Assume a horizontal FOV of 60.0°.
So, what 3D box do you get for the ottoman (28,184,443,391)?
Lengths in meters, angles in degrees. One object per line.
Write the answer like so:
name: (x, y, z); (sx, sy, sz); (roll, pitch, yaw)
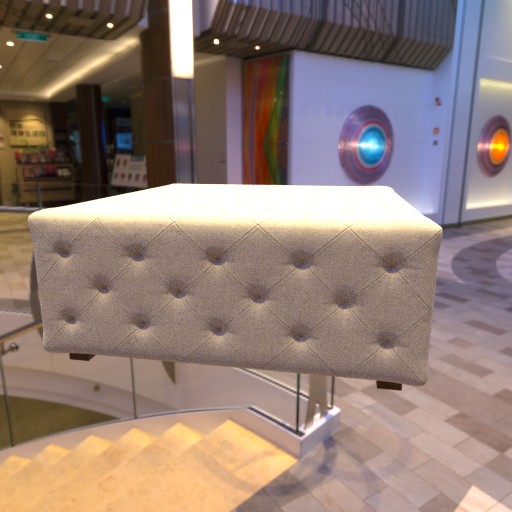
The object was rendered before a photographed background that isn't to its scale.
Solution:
ottoman: (0.000, 0.000, 1.583); (1.028, 0.439, 1.028); (3, 14, 10)
